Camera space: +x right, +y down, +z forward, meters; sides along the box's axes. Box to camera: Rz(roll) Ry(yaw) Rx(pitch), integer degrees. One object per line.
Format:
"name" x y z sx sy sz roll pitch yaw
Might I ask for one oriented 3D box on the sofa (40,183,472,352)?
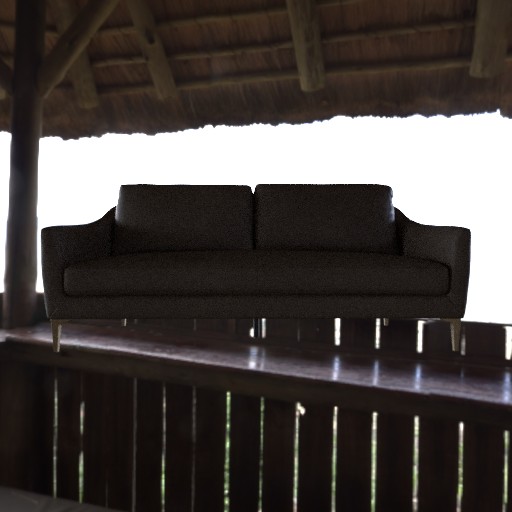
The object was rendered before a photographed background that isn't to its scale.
"sofa" 0.000 0.000 2.537 2.036 0.902 0.960 0 1 -1
